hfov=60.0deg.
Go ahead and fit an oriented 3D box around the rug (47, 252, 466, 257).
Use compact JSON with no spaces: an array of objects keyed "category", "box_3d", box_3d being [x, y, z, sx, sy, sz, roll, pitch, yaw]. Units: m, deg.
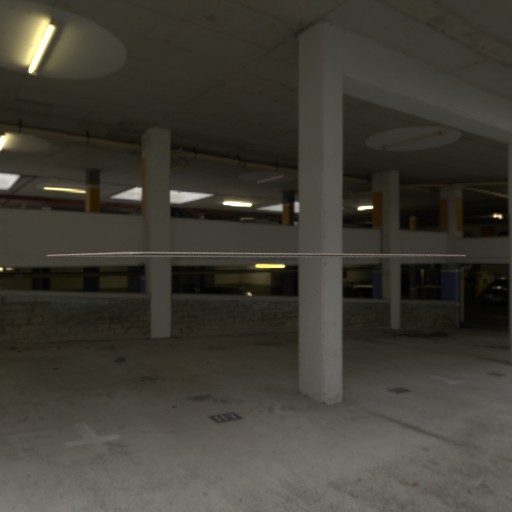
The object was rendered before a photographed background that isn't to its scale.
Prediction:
[{"category":"rug","box_3d":[0.000,0.000,2.738,2.115,0.013,1.517,0,0,-35]}]
